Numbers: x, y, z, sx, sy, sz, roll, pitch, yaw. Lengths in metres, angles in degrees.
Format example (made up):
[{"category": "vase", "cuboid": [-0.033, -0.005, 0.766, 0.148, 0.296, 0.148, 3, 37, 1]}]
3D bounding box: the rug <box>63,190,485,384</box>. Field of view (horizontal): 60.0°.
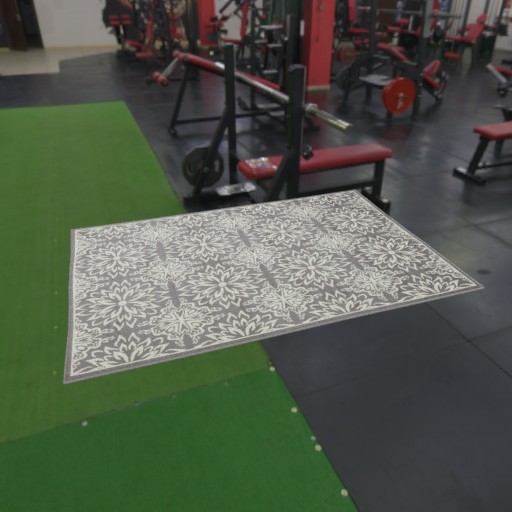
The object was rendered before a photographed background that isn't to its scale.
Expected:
[{"category": "rug", "cuboid": [0.000, 0.000, 2.312, 1.847, 0.012, 1.224, -10, 33, -16]}]
